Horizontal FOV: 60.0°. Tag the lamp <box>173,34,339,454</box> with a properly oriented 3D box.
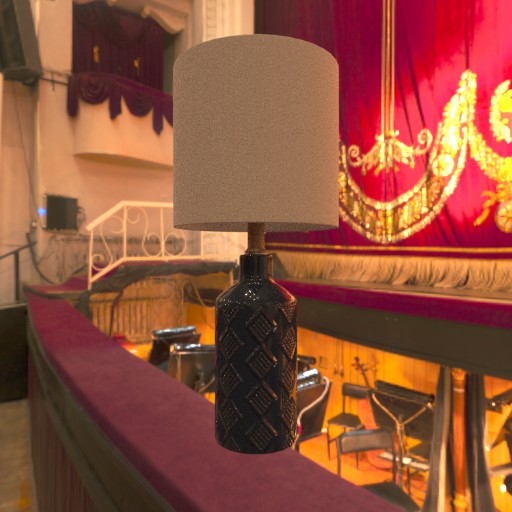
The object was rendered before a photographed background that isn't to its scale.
[{"bbox_3d":[0.000,0.000,0.563,0.207,0.461,0.207,0,0,-38],"label":"lamp"}]
